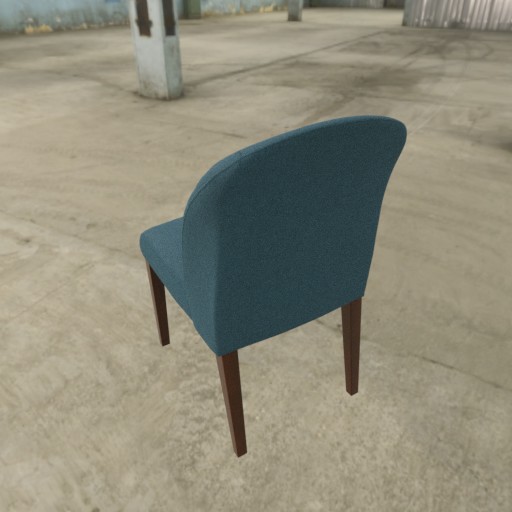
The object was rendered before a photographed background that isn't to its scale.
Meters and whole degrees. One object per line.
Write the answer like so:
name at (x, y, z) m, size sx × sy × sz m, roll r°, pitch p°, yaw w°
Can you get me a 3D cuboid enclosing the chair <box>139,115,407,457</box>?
chair at (0.000, 0.000, 1.242) m, size 0.507 × 0.879 × 0.620 m, roll -18°, pitch 35°, yaw -27°
